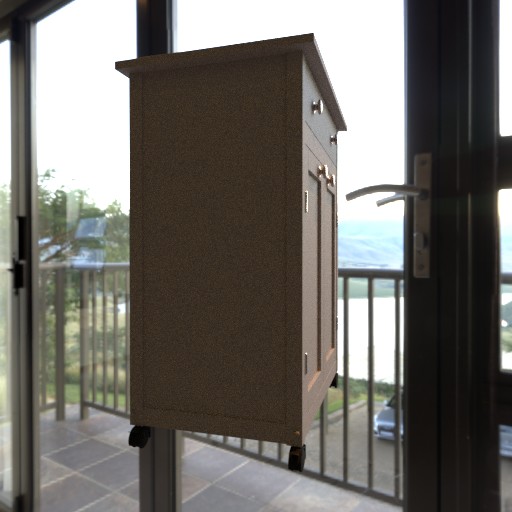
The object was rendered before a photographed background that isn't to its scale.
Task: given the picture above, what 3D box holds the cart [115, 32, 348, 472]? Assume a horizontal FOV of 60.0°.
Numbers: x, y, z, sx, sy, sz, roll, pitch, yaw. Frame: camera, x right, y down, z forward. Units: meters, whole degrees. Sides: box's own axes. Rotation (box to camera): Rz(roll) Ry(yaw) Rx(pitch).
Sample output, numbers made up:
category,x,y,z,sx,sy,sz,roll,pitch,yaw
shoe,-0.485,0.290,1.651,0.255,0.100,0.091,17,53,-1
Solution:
category,x,y,z,sx,sy,sz,roll,pitch,yaw
cart,0.000,0.000,1.243,0.442,0.864,0.683,0,1,17
